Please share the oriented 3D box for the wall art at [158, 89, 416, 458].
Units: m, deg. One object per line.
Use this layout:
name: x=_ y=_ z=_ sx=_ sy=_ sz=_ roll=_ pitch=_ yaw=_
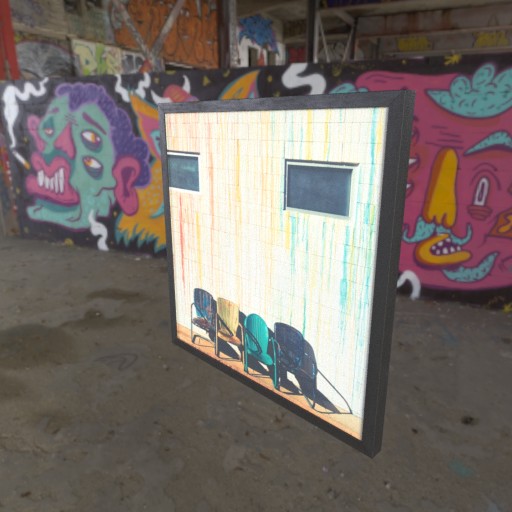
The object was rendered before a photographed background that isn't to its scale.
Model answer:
wall art: x=0.000 y=0.000 z=1.137 sx=0.039 sy=0.763 sz=0.763 roll=-16 pitch=23 yaw=-43
